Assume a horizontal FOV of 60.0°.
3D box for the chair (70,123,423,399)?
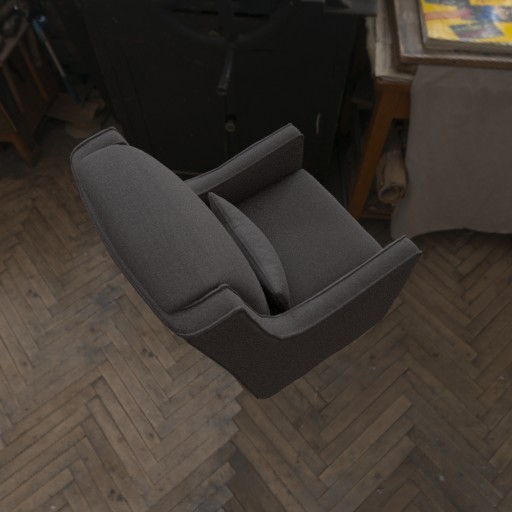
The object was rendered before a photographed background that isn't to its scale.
[{"bbox_3d":[0.000,0.000,1.578,0.879,0.993,0.732,-30,63,-17],"label":"chair"}]
